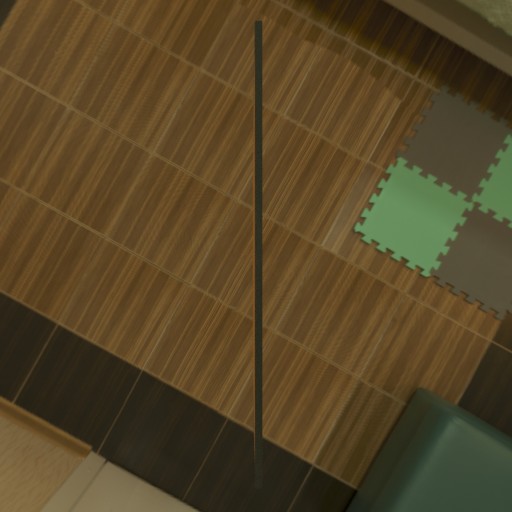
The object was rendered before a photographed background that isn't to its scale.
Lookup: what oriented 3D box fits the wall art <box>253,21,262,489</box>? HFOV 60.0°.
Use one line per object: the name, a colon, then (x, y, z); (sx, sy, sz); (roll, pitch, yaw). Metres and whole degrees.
wall art: (0.000, 0.000, 1.191); (0.013, 0.823, 0.823); (0, 89, -1)
